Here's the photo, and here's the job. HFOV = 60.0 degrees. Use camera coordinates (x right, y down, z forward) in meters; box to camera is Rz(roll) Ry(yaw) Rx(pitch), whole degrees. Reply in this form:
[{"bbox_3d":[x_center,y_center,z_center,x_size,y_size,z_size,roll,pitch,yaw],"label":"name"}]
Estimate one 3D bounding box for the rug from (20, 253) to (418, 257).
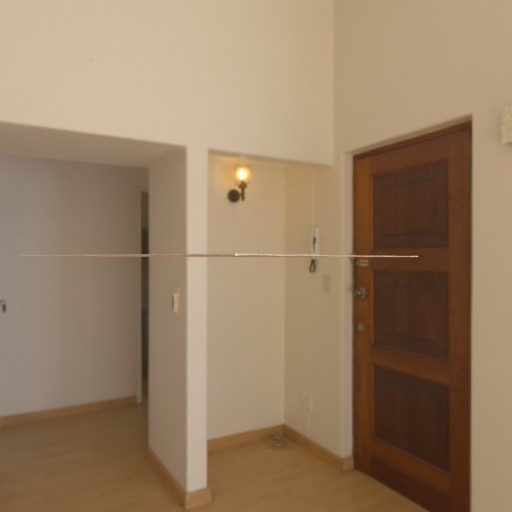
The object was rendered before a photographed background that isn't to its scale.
[{"bbox_3d":[0.000,0.000,3.046,1.522,0.012,2.440,0,0,35],"label":"rug"}]
